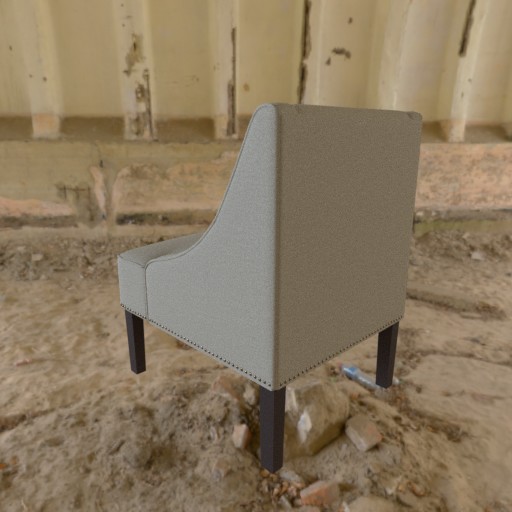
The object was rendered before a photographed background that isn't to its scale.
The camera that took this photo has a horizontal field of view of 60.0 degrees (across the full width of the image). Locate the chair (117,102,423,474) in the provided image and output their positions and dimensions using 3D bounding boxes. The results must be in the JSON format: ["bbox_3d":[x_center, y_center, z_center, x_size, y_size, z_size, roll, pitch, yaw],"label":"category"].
[{"bbox_3d":[0.000,0.000,1.397,0.610,0.864,0.737,-15,21,-42],"label":"chair"}]
